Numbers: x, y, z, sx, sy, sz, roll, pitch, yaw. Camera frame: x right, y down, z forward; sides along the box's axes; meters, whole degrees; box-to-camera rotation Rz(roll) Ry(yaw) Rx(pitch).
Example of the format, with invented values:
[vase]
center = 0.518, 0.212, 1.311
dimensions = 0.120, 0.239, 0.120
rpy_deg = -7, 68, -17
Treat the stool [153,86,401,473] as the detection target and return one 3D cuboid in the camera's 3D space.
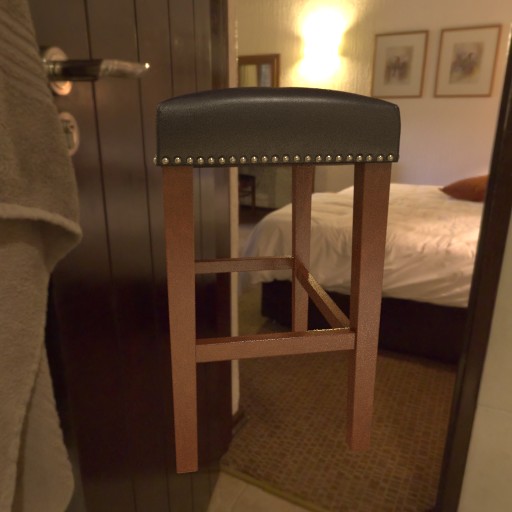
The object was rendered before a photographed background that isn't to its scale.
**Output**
[stool]
center = 0.000, 0.000, 0.949
dimensions = 0.372, 0.654, 0.504
rpy_deg = -3, 18, -9
